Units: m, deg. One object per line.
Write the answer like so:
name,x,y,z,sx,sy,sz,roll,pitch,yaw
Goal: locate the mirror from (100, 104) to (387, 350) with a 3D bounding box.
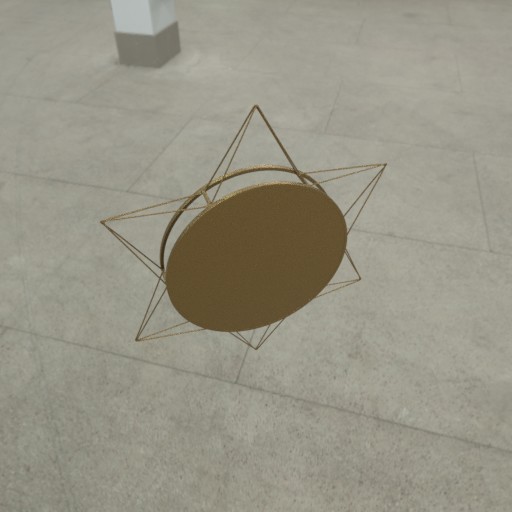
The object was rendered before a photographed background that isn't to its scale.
mirror,0.000,0.000,0.825,0.498,0.581,0.062,-14,44,-15
